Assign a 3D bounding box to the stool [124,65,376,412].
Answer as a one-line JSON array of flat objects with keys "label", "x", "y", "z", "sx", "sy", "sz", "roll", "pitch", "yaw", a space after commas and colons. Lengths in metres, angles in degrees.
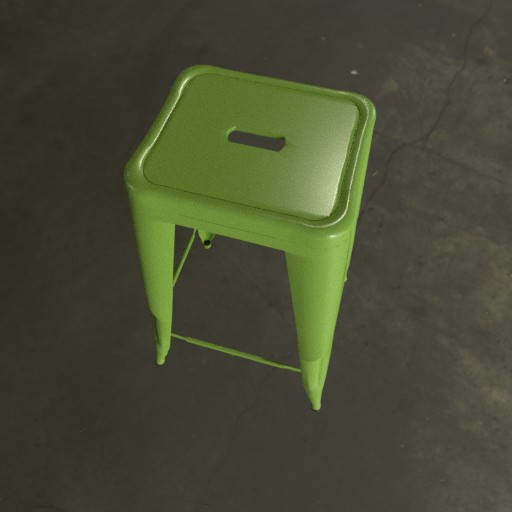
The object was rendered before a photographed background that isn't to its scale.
[{"label": "stool", "x": 0.000, "y": 0.000, "z": 0.841, "sx": 0.398, "sy": 0.609, "sz": 0.358, "roll": 14, "pitch": 60, "yaw": 8}]
